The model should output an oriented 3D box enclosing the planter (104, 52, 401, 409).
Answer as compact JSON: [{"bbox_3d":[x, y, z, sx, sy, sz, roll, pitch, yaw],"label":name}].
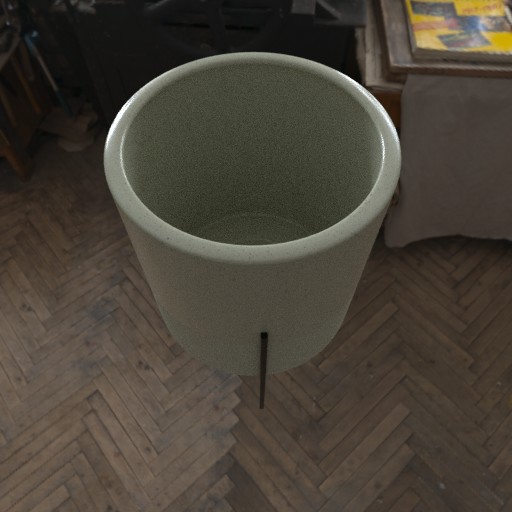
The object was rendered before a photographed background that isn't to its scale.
[{"bbox_3d":[0.000,0.000,0.673,0.323,0.475,0.314,-31,62,-18],"label":"planter"}]
